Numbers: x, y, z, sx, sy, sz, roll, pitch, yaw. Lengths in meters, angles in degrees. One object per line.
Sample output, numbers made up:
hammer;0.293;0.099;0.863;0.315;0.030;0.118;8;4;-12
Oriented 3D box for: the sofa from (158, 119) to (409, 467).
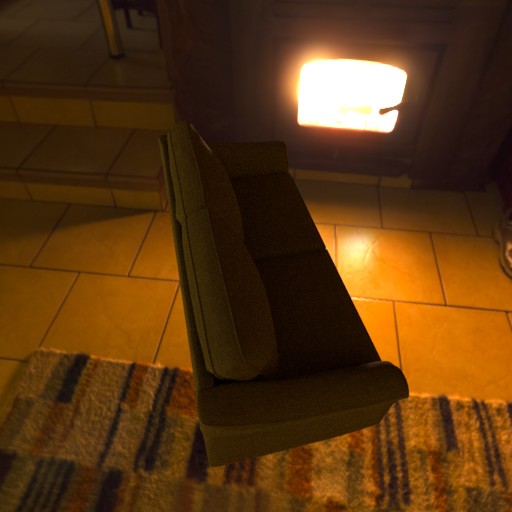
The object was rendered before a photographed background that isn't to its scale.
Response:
sofa;0.000;0.000;2.760;0.971;0.950;2.270;-9;46;-9
